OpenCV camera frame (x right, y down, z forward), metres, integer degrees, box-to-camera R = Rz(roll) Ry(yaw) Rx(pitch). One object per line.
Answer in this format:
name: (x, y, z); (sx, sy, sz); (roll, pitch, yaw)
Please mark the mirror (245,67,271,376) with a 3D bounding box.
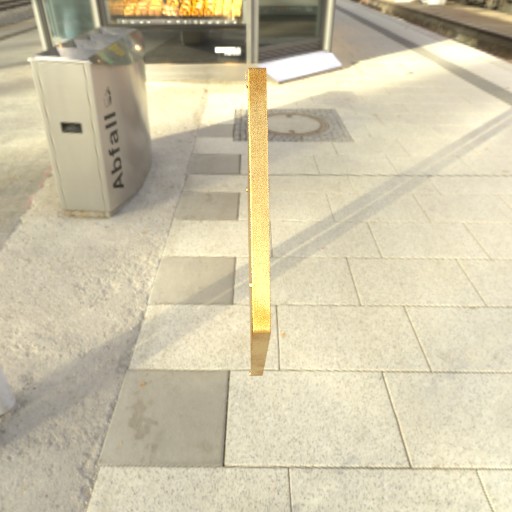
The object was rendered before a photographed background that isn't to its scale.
mirror: (0.000, 0.000, 0.853); (0.032, 0.679, 0.419); (-1, 34, -2)
